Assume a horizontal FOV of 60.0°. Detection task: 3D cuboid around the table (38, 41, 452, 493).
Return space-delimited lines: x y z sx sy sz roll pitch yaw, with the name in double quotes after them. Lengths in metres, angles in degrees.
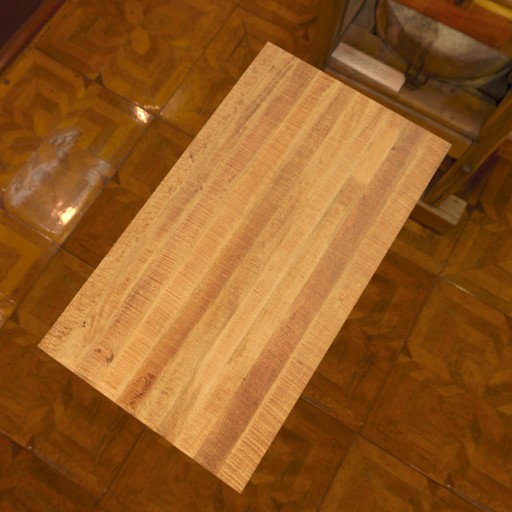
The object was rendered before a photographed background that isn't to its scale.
0.000 0.000 1.677 0.760 0.455 1.320 33 79 7 "table"
